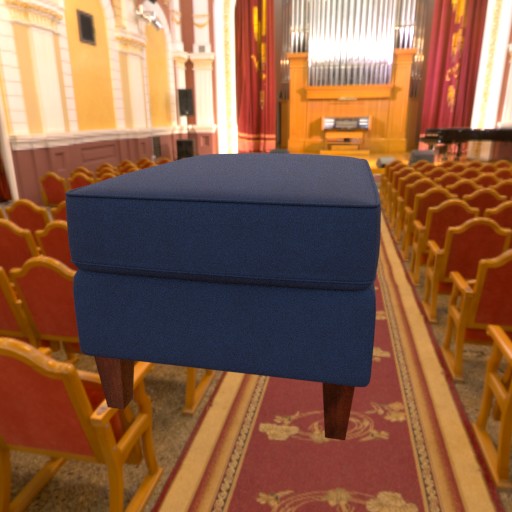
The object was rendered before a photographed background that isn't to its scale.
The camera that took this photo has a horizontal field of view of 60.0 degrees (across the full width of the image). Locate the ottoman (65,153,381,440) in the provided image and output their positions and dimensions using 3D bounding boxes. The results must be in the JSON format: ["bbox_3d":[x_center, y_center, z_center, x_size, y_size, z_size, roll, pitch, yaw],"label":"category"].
[{"bbox_3d":[0.000,0.000,1.385,0.686,0.584,0.965,4,18,11],"label":"ottoman"}]
